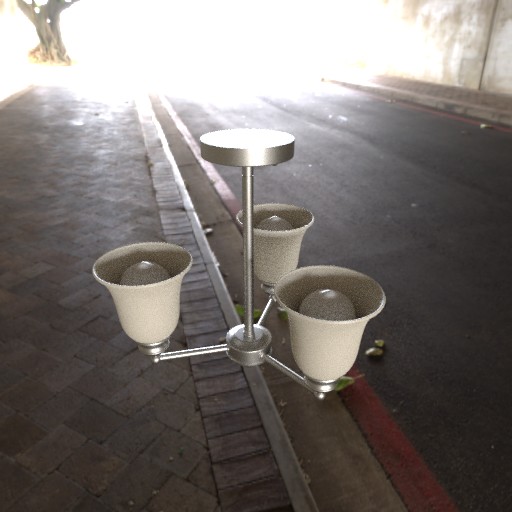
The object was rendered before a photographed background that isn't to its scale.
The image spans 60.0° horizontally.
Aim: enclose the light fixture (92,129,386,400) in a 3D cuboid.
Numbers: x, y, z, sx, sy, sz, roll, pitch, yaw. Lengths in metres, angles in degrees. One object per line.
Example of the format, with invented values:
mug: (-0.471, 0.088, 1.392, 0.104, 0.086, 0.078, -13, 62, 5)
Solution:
light fixture: (0.000, 0.000, 0.677, 0.388, 0.370, 0.354, 8, 27, 15)
